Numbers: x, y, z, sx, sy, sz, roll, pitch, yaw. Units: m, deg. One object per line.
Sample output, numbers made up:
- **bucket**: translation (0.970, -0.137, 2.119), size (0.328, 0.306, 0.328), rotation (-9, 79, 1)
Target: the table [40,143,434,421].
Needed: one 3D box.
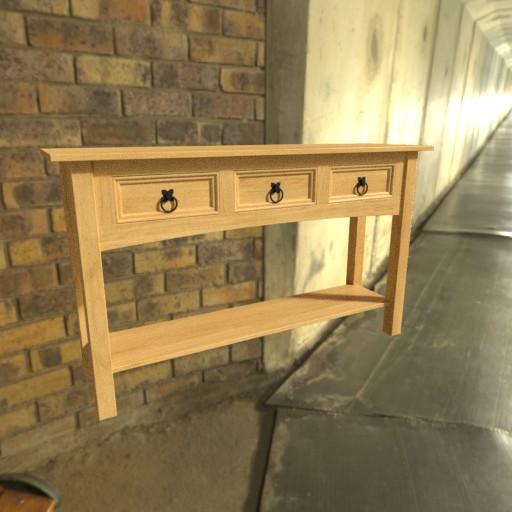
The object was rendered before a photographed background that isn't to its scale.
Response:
- **table**: translation (0.000, 0.000, 1.525), size (1.240, 0.730, 0.350), rotation (-9, 18, -27)
